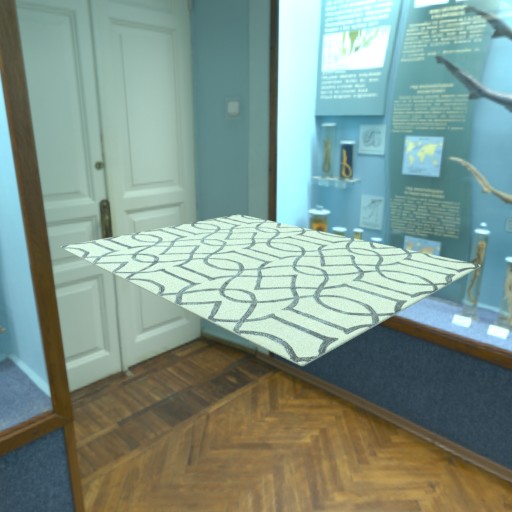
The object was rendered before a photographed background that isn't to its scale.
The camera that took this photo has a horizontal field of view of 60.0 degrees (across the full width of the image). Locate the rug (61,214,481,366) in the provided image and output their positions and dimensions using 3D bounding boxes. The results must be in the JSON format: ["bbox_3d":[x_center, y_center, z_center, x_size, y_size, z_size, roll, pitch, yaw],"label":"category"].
[{"bbox_3d":[0.000,0.000,3.815,2.211,0.021,2.910,-15,22,-42],"label":"rug"}]
